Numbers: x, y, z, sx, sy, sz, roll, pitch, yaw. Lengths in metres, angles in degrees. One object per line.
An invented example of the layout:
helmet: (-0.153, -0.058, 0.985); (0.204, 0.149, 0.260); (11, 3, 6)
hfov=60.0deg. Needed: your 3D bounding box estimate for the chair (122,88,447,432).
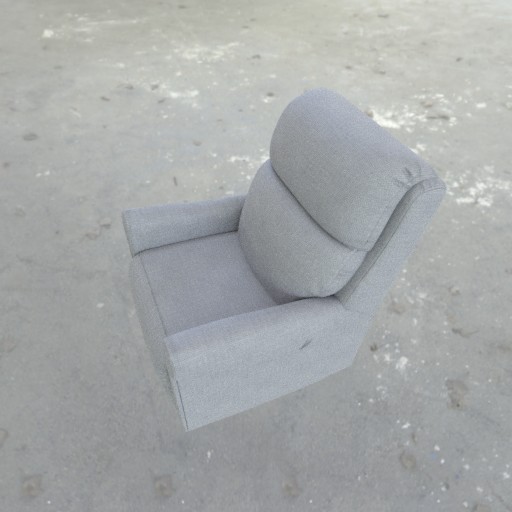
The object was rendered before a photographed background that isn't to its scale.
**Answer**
chair: (0.000, 0.000, 1.793); (1.014, 1.054, 0.838); (-16, 47, -16)
